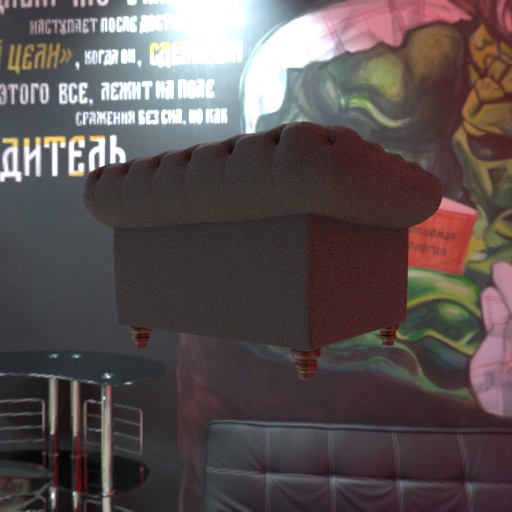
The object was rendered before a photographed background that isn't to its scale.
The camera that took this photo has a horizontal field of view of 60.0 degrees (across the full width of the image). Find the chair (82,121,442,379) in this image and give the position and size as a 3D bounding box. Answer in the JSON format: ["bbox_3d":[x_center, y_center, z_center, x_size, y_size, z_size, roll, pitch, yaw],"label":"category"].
[{"bbox_3d":[0.000,0.000,1.847,1.270,0.770,0.976,-1,-1,38],"label":"chair"}]
